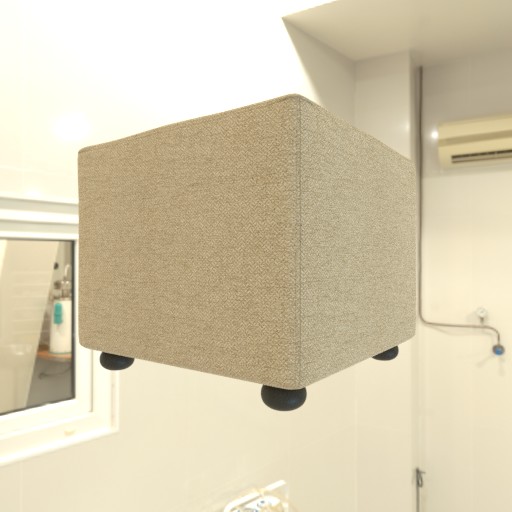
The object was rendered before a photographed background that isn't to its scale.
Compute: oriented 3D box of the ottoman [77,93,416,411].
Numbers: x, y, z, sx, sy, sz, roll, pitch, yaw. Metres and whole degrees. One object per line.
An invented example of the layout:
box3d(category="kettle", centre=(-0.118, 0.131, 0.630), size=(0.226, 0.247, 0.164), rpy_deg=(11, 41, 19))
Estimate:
box3d(category="ottoman", centre=(0.000, 0.000, 0.894), size=(0.508, 0.432, 0.508), rpy_deg=(0, -1, 36))
